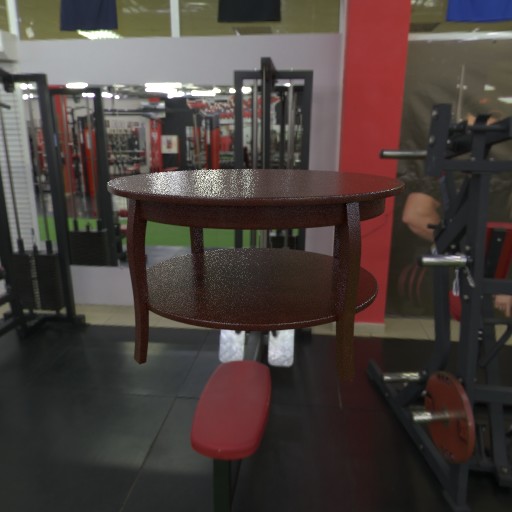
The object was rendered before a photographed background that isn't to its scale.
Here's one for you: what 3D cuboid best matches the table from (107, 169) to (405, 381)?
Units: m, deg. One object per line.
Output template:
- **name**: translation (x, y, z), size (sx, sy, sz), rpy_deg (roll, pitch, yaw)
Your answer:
- **table**: translation (0.000, 0.000, 1.489), size (0.911, 0.512, 0.911), rpy_deg (0, 15, 0)
